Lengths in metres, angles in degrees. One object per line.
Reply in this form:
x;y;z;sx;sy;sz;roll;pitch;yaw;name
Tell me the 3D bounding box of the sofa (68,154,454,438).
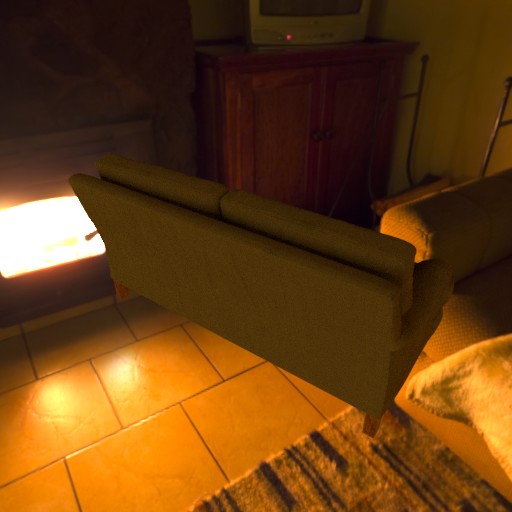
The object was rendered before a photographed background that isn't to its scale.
0.000;0.000;2.764;2.165;1.087;1.086;21;37;31;sofa
